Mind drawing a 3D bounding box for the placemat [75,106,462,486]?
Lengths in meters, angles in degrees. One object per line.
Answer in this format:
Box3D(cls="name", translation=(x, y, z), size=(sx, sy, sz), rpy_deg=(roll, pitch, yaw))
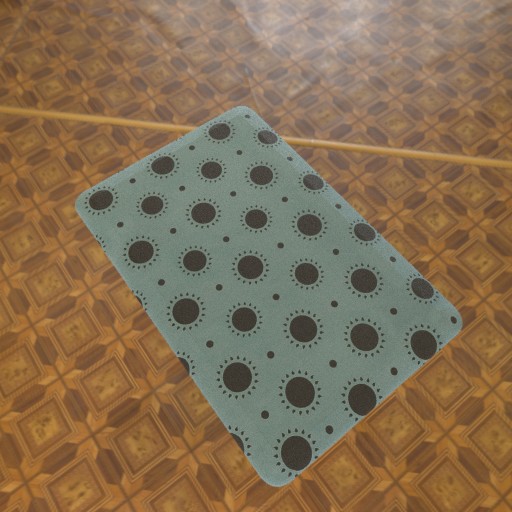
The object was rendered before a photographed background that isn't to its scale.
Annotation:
Box3D(cls="placemat", translation=(0.000, 0.000, 0.956), size=(0.508, 0.021, 0.762), rpy_deg=(-34, 68, -16))
